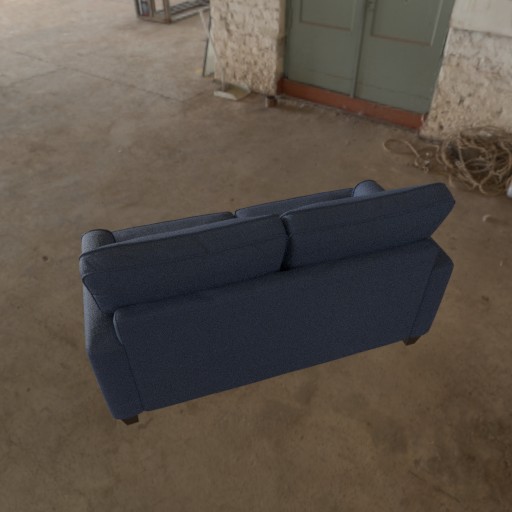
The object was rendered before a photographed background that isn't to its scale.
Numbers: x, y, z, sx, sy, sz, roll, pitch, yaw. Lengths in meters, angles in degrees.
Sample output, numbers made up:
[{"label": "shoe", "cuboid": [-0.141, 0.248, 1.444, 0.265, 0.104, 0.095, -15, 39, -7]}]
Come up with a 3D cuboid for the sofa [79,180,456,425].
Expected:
[{"label": "sofa", "cuboid": [0.000, 0.000, 2.239, 1.651, 0.965, 0.965, -12, 42, -13]}]
